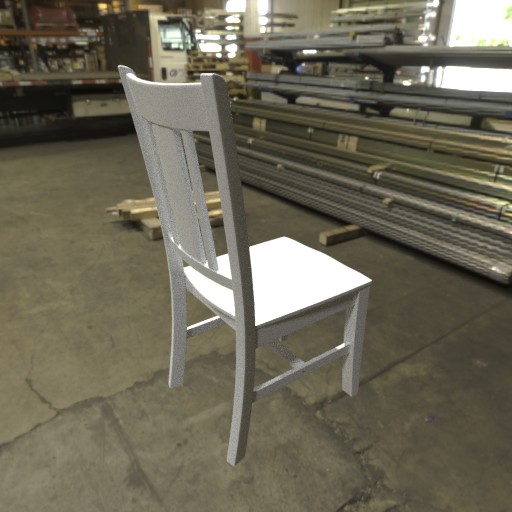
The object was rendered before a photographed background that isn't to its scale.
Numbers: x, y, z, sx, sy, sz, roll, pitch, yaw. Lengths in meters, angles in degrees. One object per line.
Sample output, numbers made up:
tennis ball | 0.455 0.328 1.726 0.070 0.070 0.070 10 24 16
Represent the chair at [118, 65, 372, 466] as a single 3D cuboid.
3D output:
chair | 0.000 0.000 1.264 0.555 0.998 0.450 -17 30 -32
